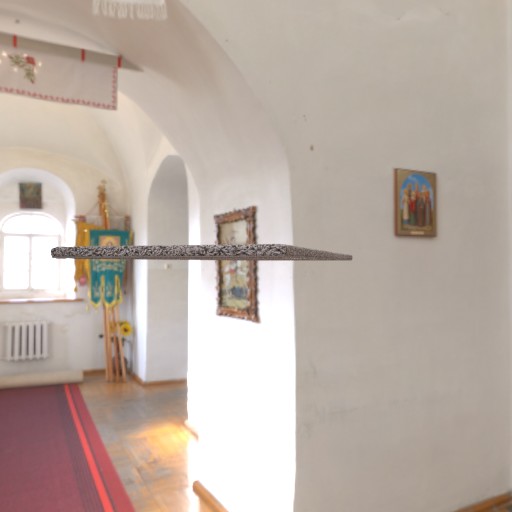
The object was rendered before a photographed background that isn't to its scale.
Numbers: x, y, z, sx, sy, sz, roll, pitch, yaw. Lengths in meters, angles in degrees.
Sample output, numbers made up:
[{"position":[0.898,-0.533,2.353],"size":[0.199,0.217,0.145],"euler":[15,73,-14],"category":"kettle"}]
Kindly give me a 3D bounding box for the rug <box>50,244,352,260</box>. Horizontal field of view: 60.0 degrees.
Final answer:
[{"position":[0.000,0.000,1.738],"size":[0.609,0.030,1.524],"euler":[0,-1,17],"category":"rug"}]
